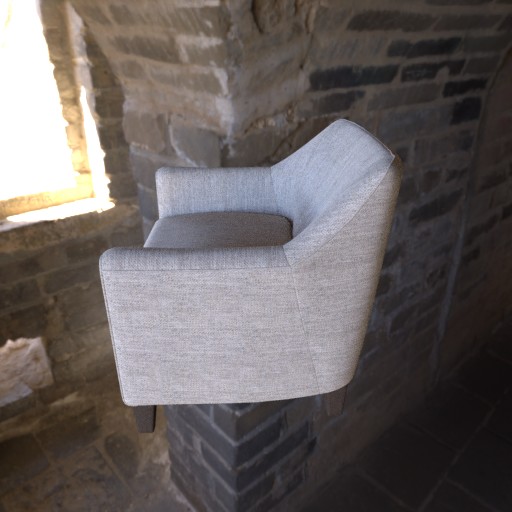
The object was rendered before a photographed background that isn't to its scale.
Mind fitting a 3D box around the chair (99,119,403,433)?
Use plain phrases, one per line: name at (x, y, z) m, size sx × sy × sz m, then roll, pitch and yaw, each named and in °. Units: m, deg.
chair at (0.000, 0.000, 1.436) m, size 0.758 × 0.761 × 0.796 m, roll 0°, pitch 27°, yaw -1°
